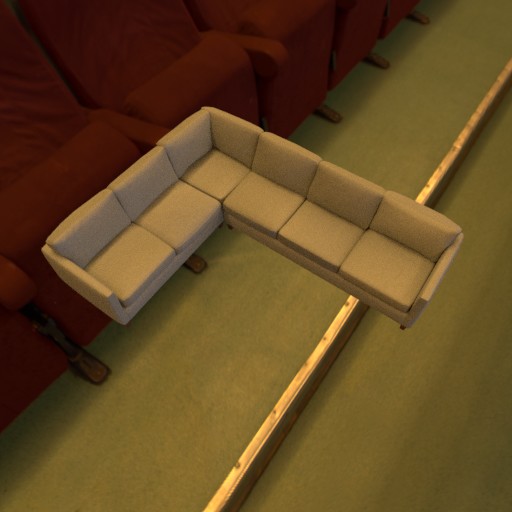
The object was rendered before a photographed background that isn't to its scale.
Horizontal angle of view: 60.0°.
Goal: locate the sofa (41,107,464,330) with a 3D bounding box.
[{"bbox_3d":[0.000,0.000,4.490,3.301,0.947,2.592,31,62,18],"label":"sofa"}]
